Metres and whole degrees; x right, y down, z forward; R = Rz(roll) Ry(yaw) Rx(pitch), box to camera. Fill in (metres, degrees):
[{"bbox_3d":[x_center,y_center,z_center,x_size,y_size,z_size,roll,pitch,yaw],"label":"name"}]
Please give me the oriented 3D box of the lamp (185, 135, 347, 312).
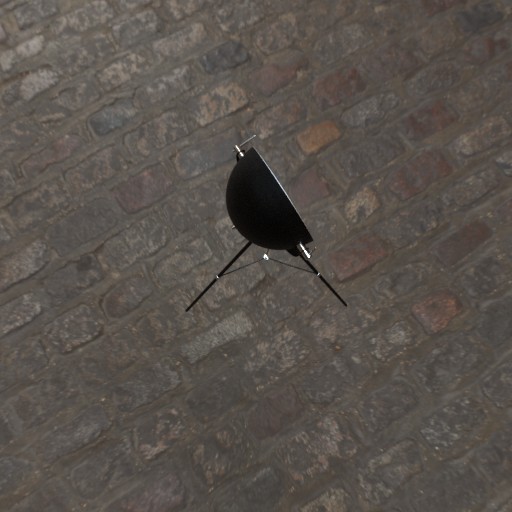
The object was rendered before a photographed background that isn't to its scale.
[{"bbox_3d":[0.000,0.000,2.068,0.920,1.512,0.817,-30,78,-7],"label":"lamp"}]
